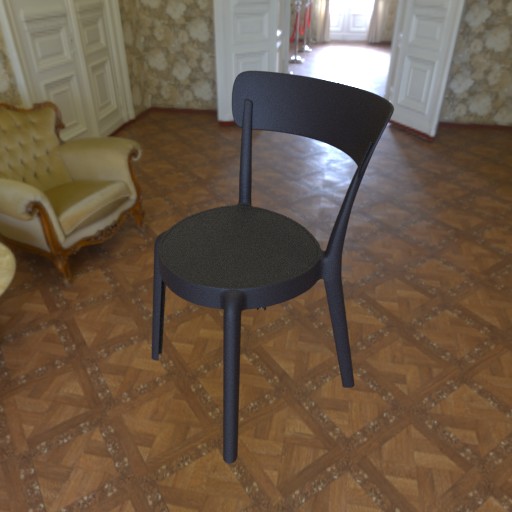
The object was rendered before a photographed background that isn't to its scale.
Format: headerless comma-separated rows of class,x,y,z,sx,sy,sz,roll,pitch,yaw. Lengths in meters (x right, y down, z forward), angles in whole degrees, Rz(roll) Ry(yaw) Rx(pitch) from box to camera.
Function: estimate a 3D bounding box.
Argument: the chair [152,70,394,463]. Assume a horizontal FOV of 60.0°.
chair,0.000,0.000,1.130,0.491,0.790,0.506,-21,38,-29
